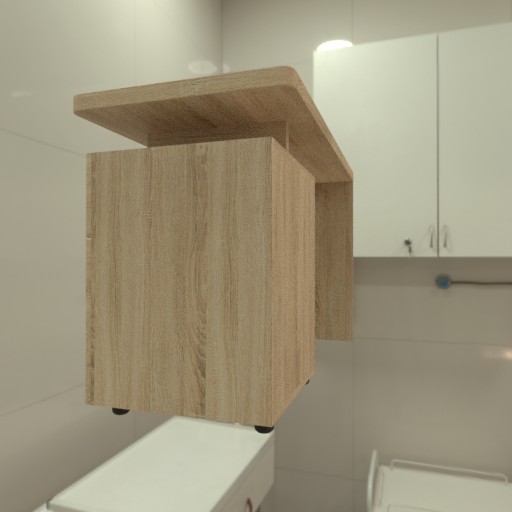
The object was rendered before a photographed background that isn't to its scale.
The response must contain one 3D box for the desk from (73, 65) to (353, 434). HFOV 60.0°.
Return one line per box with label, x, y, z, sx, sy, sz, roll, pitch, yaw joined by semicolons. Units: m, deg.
desk;0.000;0.000;1.541;0.550;0.760;1.200;0;0;18
